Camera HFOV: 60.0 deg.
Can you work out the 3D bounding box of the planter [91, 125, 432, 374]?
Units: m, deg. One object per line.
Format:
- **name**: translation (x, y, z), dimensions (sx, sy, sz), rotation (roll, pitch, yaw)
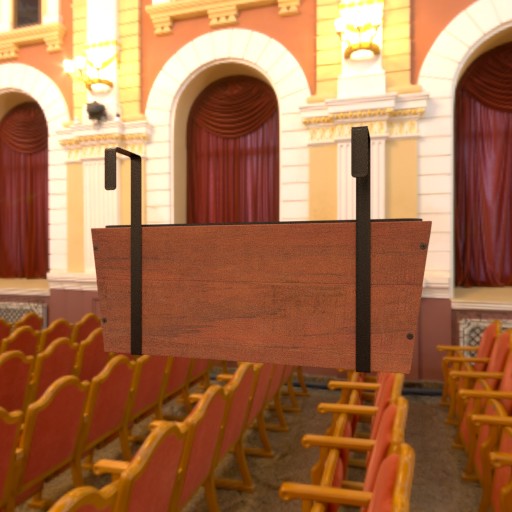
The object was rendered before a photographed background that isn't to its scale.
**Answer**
- **planter**: translation (0.000, 0.000, 0.661), dimensions (0.480, 0.289, 0.262), rotation (0, 0, 17)
